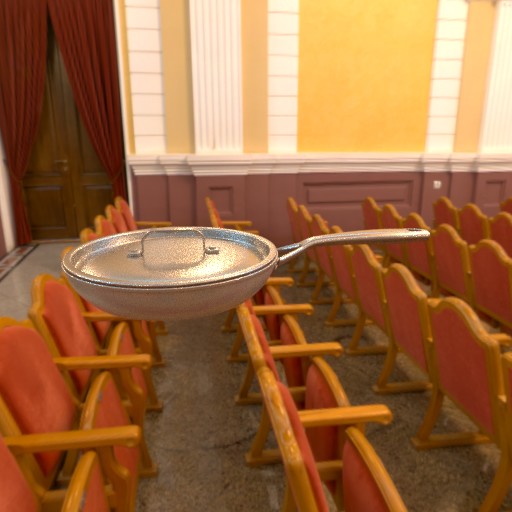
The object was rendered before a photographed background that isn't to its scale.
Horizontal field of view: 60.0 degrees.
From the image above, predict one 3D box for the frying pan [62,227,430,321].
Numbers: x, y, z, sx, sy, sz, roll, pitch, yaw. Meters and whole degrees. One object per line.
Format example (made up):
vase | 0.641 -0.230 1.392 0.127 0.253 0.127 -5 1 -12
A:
frying pan | 0.000 0.000 0.600 0.490 0.086 0.272 -2 17 -8
